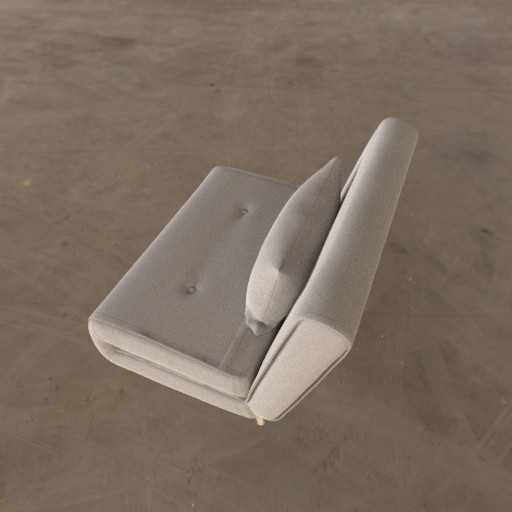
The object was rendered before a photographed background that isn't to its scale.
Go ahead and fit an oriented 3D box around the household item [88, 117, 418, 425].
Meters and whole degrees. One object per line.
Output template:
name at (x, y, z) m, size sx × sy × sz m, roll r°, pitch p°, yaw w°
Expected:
household item at (0.000, 0.000, 1.668) m, size 0.874 × 0.800 × 1.000 m, roll 17°, pitch 49°, yaw 16°
